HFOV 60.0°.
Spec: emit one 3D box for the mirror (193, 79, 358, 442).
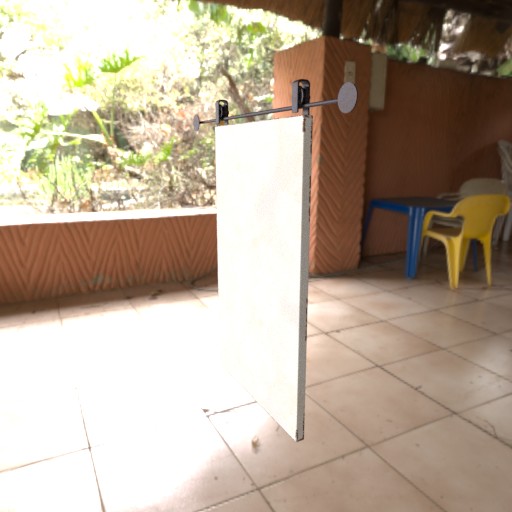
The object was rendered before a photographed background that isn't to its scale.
[{"bbox_3d":[0.000,0.000,1.203,0.037,0.844,0.808,-7,15,-27],"label":"mirror"}]
